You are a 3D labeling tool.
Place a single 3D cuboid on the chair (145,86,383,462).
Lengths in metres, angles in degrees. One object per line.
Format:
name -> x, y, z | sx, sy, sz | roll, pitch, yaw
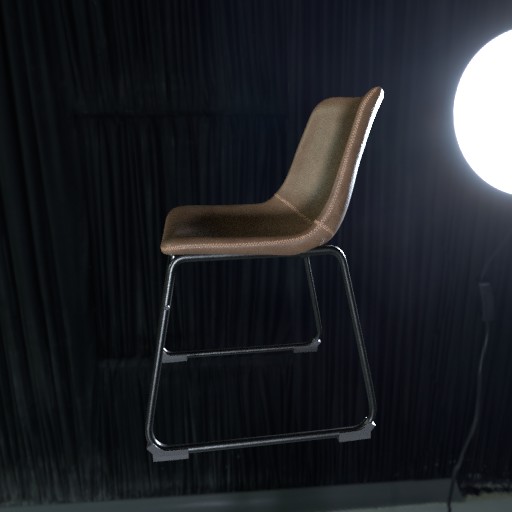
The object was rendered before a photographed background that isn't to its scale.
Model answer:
chair -> 0.000, 0.000, 1.115 | 0.551, 0.780, 0.460 | -2, 16, -9
